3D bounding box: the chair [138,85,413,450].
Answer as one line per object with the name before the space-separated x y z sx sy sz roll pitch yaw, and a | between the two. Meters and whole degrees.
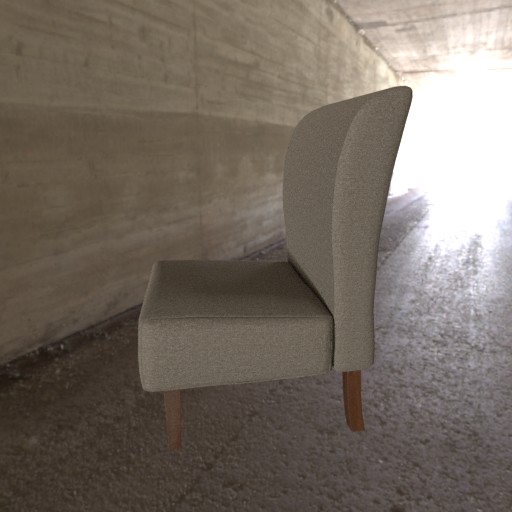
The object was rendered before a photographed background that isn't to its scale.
chair | 0.000 0.000 1.166 0.592 0.804 0.513 -3 15 -10
